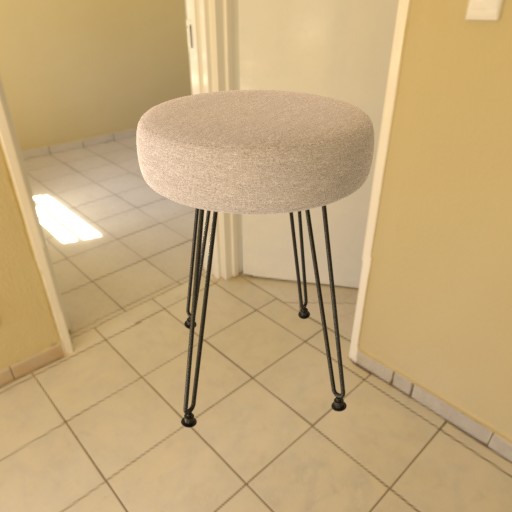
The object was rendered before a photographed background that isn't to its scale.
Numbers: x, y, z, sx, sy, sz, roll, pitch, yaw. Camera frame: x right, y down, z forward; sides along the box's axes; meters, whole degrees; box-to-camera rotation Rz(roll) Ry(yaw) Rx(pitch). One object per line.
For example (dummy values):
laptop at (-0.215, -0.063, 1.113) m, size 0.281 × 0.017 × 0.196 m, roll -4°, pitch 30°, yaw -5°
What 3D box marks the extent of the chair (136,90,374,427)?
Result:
chair at (0.000, 0.000, 0.670) m, size 0.350 × 0.440 × 0.350 m, roll 22°, pitch 37°, yaw 31°
